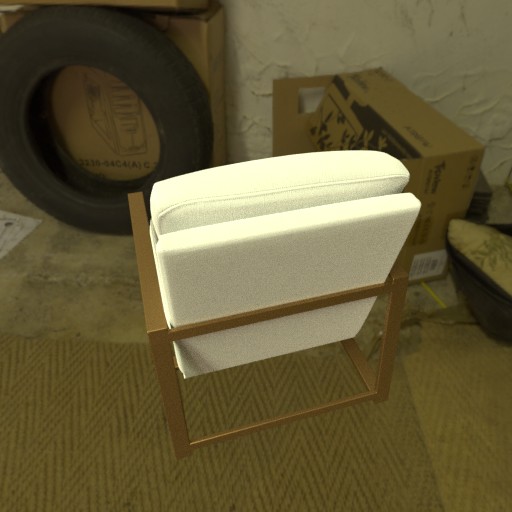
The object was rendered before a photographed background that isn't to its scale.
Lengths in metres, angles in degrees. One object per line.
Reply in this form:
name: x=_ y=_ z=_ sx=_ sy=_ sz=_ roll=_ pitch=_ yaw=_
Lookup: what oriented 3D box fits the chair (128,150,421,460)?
chair: x=0.000 y=0.000 z=1.575 sx=0.805 sy=0.966 sz=0.813 roll=-11 pitch=42 yaw=-12
